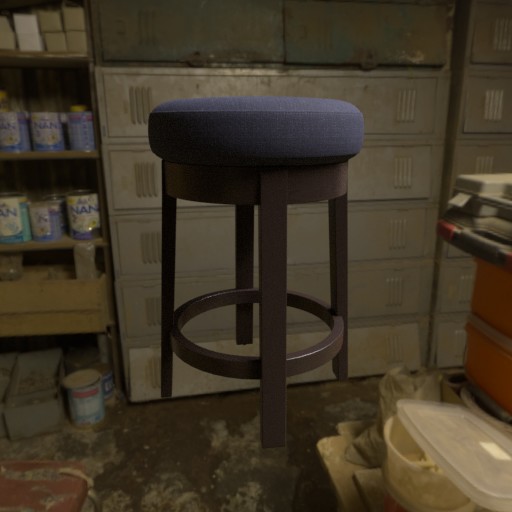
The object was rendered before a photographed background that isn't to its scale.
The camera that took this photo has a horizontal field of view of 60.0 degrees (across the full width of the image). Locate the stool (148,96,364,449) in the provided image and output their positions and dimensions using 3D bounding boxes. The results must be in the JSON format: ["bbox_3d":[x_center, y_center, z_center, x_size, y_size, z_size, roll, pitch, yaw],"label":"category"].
[{"bbox_3d":[0.000,0.000,0.980,0.449,0.655,0.449,0,17,0],"label":"stool"}]
